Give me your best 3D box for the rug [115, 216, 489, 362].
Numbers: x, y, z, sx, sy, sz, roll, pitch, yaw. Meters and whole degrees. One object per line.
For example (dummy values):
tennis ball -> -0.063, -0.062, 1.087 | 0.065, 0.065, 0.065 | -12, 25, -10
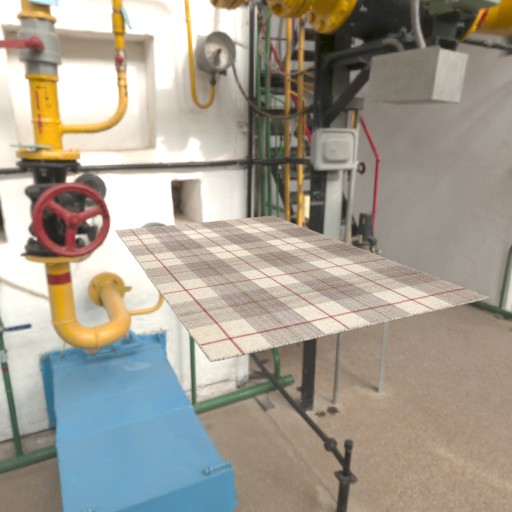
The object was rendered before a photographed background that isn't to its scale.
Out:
rug -> 0.000, 0.000, 3.052 | 1.549, 0.010, 2.464 | -7, 18, -24
